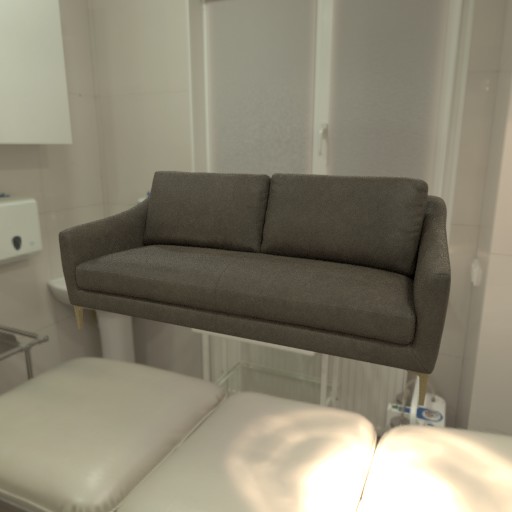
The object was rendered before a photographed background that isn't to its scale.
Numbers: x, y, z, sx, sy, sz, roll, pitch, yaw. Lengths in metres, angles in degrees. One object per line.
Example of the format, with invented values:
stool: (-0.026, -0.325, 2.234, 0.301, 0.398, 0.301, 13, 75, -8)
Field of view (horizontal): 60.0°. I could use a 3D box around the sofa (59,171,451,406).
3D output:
sofa: (0.000, 0.000, 2.513, 2.036, 0.902, 0.960, 6, 15, 24)
